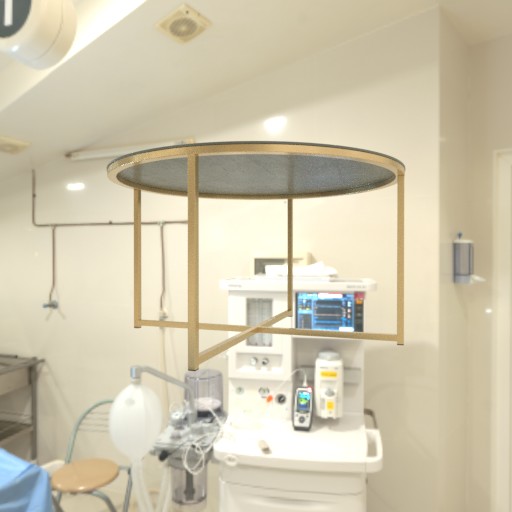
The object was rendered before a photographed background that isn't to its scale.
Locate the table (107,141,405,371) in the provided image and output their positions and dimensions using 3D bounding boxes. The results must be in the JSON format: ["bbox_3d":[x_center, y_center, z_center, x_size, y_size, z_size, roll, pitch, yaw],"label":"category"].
[{"bbox_3d":[0.000,0.000,1.254,0.800,0.450,0.800,0,1,0],"label":"table"}]
